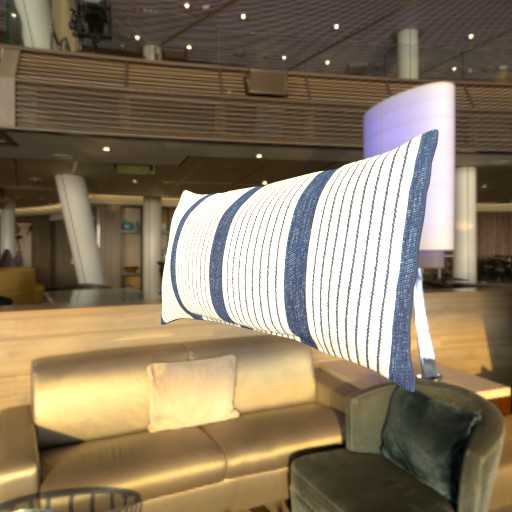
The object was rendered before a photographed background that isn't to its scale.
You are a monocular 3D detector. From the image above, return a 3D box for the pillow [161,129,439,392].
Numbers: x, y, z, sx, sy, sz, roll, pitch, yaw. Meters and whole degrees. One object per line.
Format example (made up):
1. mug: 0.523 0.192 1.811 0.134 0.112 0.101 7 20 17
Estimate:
1. pillow: 0.000 0.000 0.719 0.156 0.292 0.608 0 0 -37
